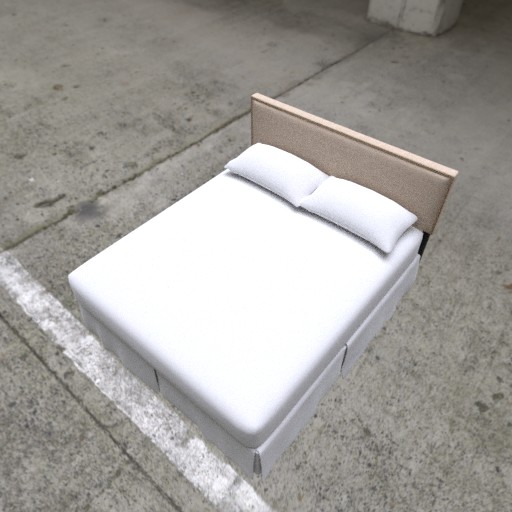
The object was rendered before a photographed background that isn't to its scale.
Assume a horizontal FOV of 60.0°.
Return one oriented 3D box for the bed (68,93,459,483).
[{"bbox_3d":[0.000,0.000,2.850,1.616,1.016,1.876,31,54,27],"label":"bed"}]
